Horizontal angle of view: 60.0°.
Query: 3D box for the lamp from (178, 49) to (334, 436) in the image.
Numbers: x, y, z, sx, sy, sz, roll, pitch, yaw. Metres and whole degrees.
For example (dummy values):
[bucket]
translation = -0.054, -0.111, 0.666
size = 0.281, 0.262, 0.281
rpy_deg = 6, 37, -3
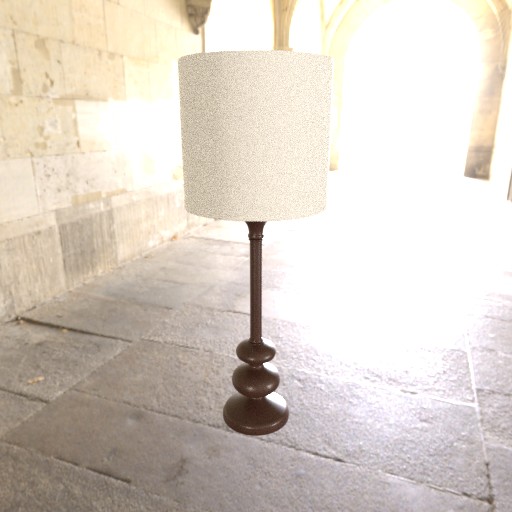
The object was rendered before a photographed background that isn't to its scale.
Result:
[lamp]
translation = 0.000, 0.000, 0.823
size = 0.254, 0.690, 0.254
rpy_deg = -7, 18, -23
